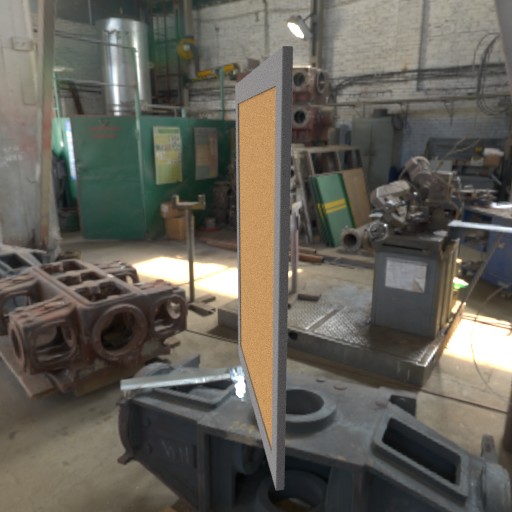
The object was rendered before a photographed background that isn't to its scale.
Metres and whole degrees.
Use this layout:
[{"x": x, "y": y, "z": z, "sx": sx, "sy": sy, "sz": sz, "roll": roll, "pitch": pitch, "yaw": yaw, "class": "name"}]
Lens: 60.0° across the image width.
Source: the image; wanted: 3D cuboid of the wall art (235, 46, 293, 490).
[{"x": 0.000, "y": 0.000, "z": 0.681, "sx": 0.012, "sy": 0.529, "sz": 0.374, "roll": -3, "pitch": 16, "yaw": -9, "class": "wall art"}]
